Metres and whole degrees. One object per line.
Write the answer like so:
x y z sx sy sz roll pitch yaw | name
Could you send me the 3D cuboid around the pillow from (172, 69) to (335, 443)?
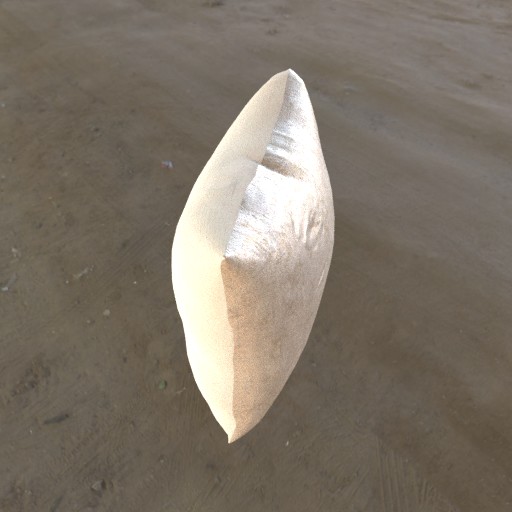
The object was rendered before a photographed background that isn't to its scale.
0.000 0.000 0.736 0.245 0.448 0.450 10 47 10 | pillow
